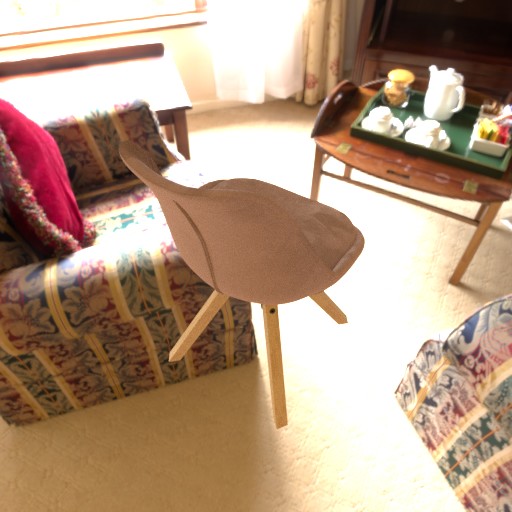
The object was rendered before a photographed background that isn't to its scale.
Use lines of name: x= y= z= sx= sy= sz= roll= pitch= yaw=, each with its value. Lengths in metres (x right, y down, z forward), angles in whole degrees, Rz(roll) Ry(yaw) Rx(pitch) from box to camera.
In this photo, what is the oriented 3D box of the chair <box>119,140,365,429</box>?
chair: x=0.000 y=0.000 z=1.164 sx=0.485 sy=0.850 sz=0.550 roll=25 pitch=52 yaw=22
